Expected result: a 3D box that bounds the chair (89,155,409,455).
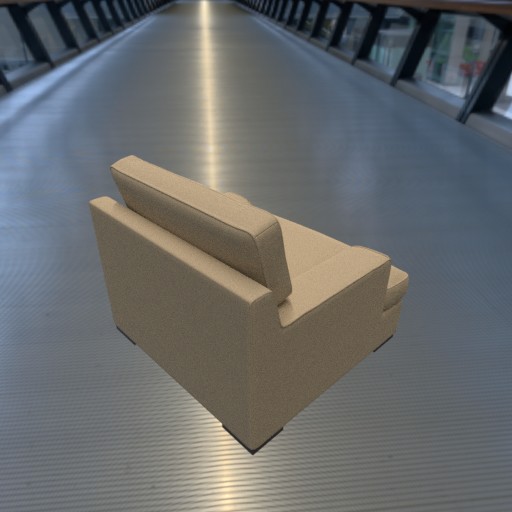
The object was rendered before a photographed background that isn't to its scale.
[{"bbox_3d":[0.000,0.000,2.260,1.293,1.005,1.274,22,37,33],"label":"chair"}]
